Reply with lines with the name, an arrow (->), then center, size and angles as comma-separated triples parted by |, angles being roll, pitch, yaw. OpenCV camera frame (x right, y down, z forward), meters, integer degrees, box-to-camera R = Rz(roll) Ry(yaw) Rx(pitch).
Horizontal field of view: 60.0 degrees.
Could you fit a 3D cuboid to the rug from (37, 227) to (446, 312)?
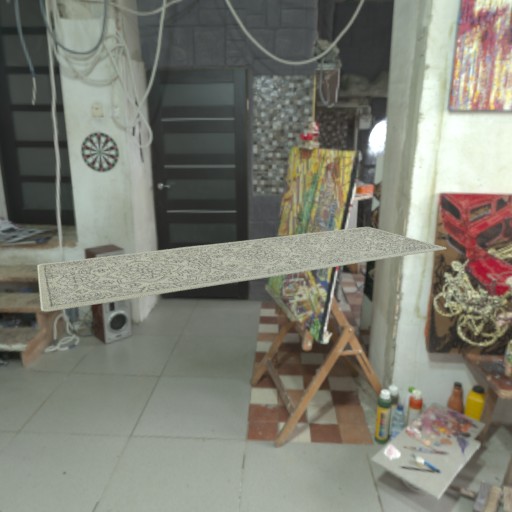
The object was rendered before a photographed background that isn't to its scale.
rug -> 0.000, 0.000, 2.743 | 2.431, 0.006, 0.806 | -8, 17, -26
